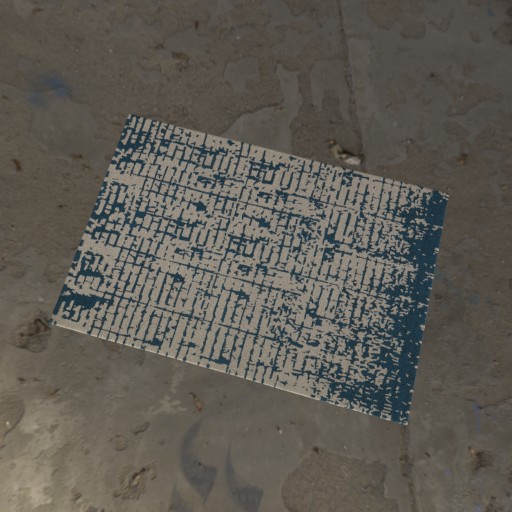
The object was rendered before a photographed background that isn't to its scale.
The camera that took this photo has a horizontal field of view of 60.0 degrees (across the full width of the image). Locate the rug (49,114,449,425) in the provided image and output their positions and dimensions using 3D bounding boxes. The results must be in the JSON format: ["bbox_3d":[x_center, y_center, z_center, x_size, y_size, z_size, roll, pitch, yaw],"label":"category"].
[{"bbox_3d":[0.000,0.000,2.311,1.828,0.007,1.220,15,77,4],"label":"rug"}]
